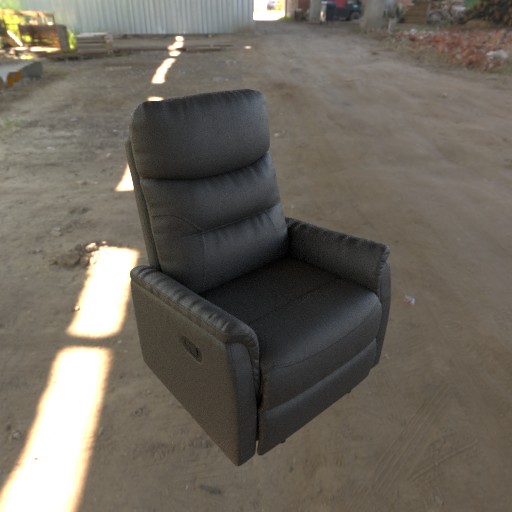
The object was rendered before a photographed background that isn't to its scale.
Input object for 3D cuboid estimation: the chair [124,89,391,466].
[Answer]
[{"bbox_3d":[0.000,0.000,1.645,0.775,1.082,0.831,-23,37,-34],"label":"chair"}]
